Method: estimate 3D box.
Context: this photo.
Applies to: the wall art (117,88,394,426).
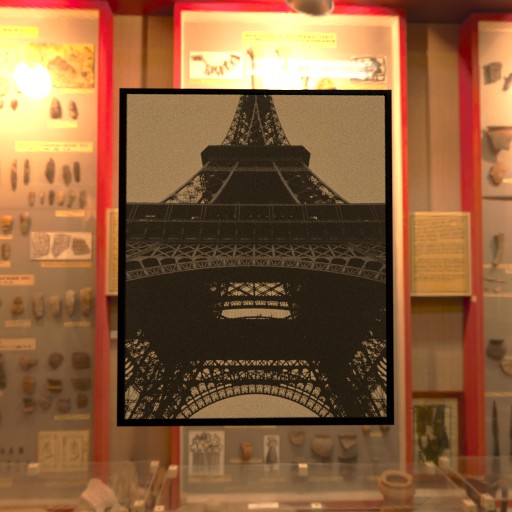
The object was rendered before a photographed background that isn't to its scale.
[{"bbox_3d":[0.000,0.000,0.745,0.451,0.553,0.039,0,-1,-1],"label":"wall art"}]
